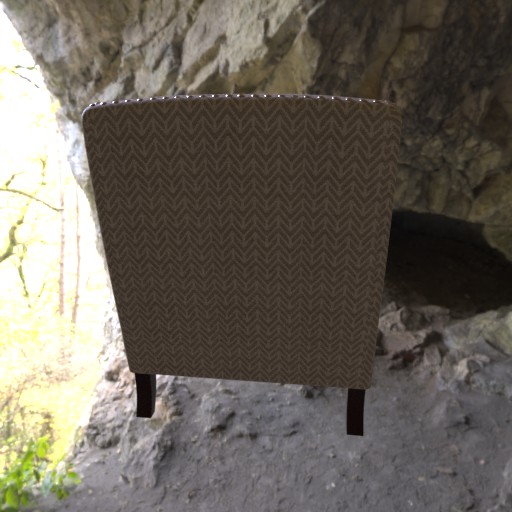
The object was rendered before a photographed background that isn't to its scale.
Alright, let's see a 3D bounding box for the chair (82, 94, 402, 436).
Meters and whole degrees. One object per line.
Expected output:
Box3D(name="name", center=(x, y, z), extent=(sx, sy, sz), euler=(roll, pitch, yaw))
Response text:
Box3D(name="chair", center=(0.000, 0.000, 1.243), extent=(0.623, 0.816, 0.651), euler=(2, 16, 7))
